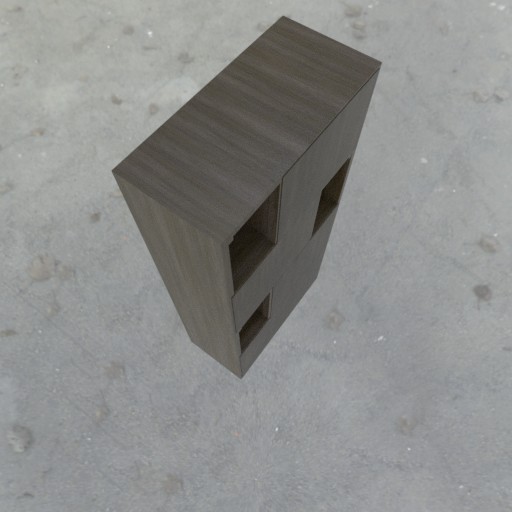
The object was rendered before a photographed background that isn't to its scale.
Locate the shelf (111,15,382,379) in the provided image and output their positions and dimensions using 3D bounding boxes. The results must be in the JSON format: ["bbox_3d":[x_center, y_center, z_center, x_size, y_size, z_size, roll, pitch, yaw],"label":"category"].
[{"bbox_3d":[0.000,0.000,1.762,0.323,1.545,0.670,34,68,16],"label":"shelf"}]
